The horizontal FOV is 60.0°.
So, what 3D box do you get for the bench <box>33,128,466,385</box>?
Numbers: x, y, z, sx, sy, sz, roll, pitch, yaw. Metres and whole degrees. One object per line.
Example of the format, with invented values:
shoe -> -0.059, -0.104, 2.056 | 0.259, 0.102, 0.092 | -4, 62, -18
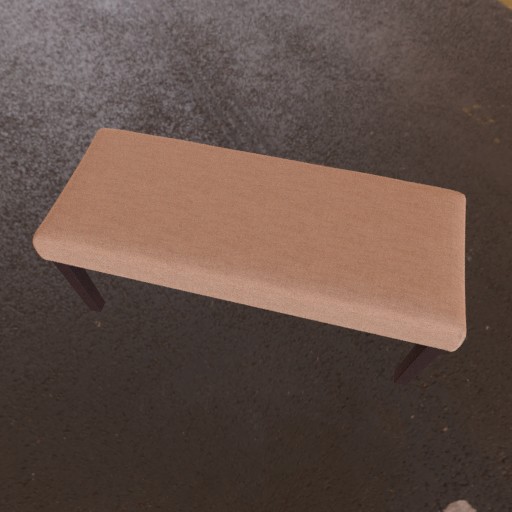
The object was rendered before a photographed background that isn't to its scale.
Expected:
bench -> 0.000, 0.000, 1.243 | 1.013, 0.456, 0.407 | 12, 59, 7
